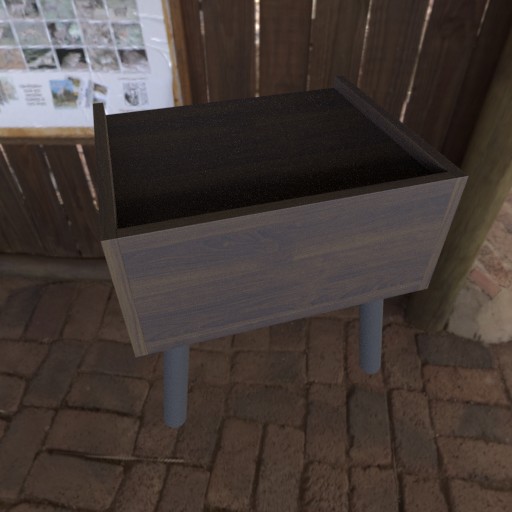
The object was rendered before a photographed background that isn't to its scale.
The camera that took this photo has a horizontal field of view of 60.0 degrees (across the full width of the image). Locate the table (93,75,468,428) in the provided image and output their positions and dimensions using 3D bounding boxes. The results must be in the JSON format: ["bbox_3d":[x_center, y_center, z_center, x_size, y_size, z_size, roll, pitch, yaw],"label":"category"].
[{"bbox_3d":[0.000,0.000,0.800,0.450,0.470,0.370,-11,43,-12],"label":"table"}]
